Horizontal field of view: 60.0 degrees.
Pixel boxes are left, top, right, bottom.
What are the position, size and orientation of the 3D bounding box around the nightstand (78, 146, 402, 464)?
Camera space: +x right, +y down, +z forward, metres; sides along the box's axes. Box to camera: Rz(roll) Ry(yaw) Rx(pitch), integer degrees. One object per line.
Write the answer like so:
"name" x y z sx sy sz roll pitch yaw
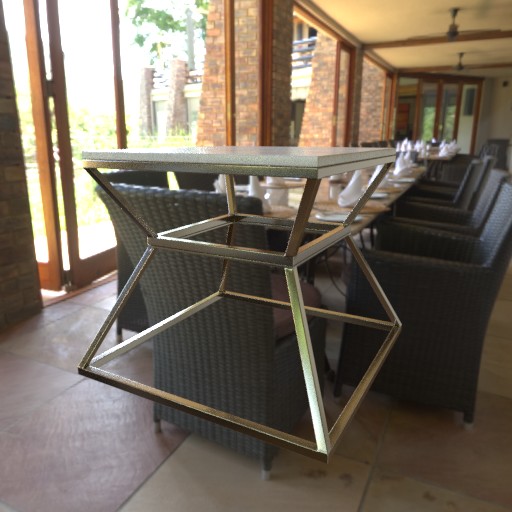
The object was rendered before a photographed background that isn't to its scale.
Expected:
"nightstand" 0.000 0.000 0.911 0.514 0.426 0.513 8 17 28
